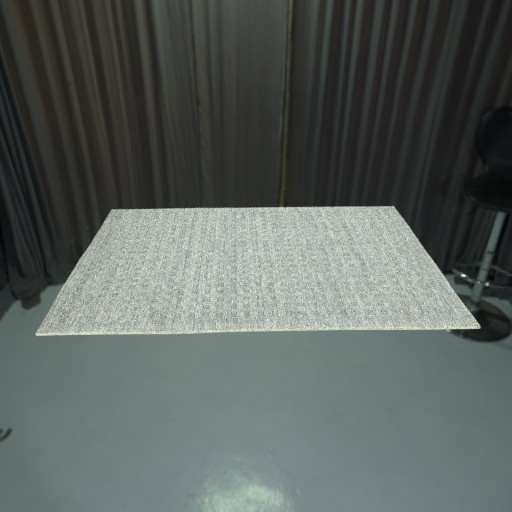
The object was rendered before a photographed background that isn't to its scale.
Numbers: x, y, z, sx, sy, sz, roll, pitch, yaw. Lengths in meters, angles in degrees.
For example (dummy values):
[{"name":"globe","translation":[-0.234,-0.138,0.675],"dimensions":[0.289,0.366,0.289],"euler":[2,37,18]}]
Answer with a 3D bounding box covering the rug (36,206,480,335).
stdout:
[{"name":"rug","translation":[0.000,0.000,2.937],"dimensions":[2.297,0.018,1.532],"euler":[-1,30,-1]}]
